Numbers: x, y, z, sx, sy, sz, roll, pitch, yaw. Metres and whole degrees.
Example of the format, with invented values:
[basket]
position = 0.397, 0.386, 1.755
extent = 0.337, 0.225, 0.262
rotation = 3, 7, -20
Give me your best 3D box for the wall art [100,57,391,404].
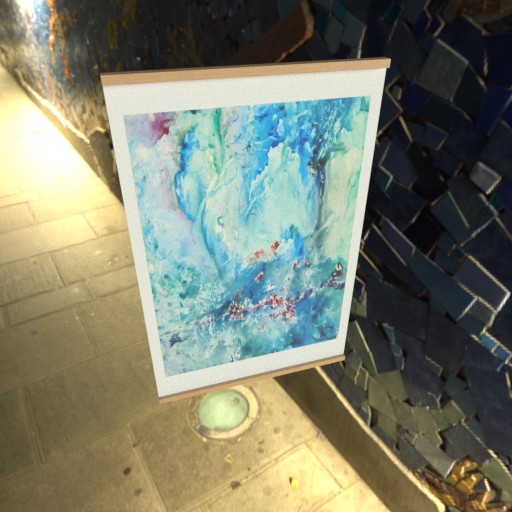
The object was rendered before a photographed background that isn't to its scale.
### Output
[wall art]
position = 0.000, 0.000, 1.273
extent = 0.669, 1.020, 0.027
rotation = -9, 34, -14
